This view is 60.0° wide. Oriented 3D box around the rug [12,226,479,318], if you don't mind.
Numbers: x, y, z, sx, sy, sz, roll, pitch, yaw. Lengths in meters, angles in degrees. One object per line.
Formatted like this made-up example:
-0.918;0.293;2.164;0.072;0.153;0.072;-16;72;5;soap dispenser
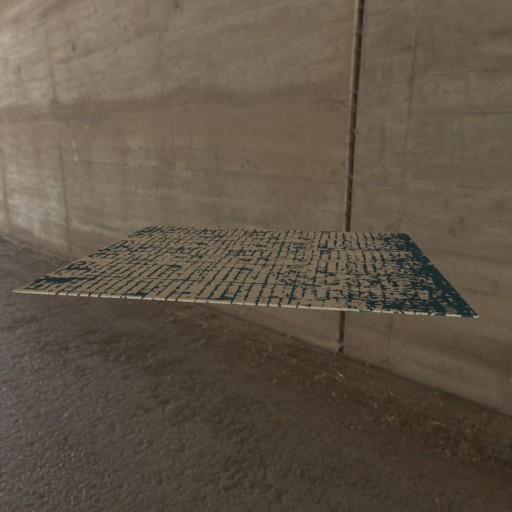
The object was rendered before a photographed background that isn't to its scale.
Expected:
0.000;0.000;3.972;3.017;0.014;2.416;2;15;8;rug
